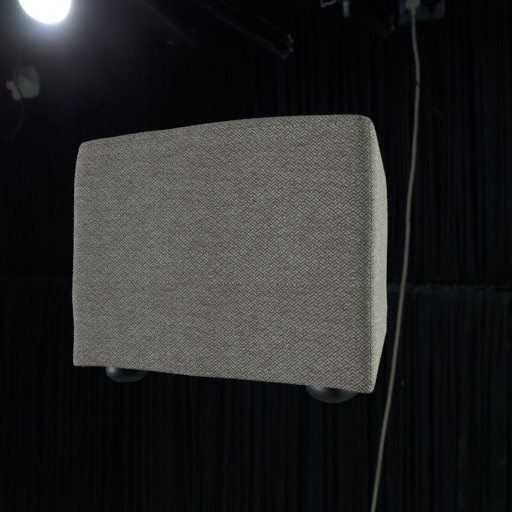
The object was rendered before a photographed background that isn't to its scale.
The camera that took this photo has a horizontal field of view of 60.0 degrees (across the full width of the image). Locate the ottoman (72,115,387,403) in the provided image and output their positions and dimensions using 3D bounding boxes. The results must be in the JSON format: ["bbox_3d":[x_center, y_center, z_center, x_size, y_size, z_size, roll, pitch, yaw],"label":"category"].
[{"bbox_3d":[0.000,0.000,0.925,0.512,0.453,0.519,0,0,18],"label":"ottoman"}]
